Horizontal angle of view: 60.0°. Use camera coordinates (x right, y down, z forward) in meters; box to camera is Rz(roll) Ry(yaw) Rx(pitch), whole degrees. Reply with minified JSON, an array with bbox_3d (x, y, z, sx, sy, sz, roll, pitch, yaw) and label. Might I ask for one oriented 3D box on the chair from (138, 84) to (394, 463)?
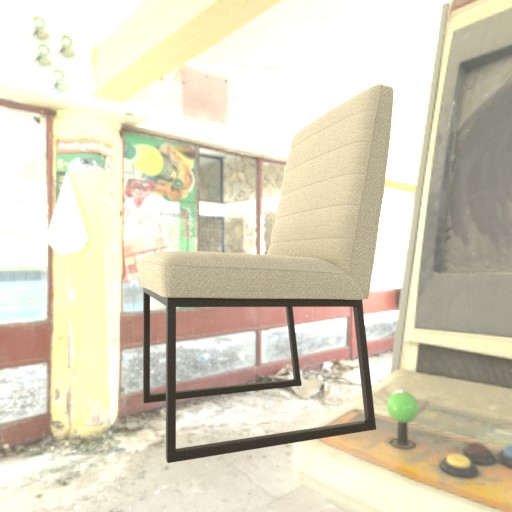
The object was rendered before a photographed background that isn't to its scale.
[{"bbox_3d":[0.000,0.000,1.313,0.634,0.930,0.520,0,-1,-21],"label":"chair"}]
